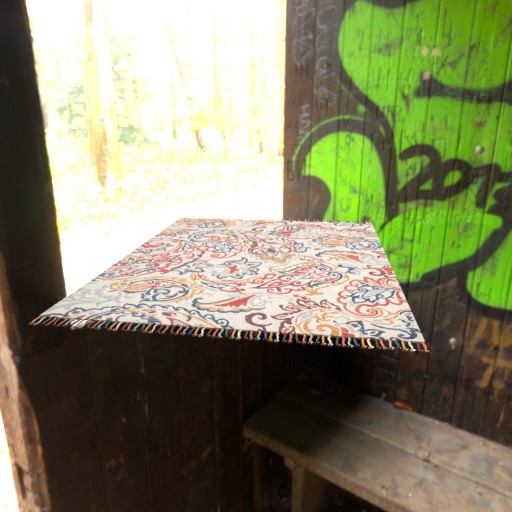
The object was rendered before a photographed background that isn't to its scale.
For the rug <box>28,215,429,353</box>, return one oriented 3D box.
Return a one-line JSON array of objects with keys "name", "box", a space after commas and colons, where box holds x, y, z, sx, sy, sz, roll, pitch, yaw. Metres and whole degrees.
[{"name": "rug", "box": [0.000, 0.000, 4.179, 2.439, 0.015, 3.274, 3, 18, 8]}]
